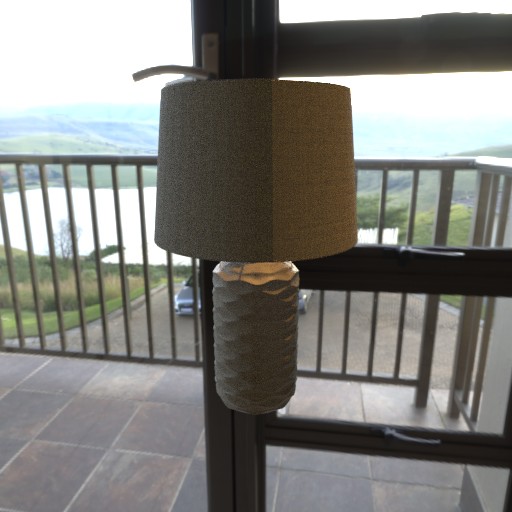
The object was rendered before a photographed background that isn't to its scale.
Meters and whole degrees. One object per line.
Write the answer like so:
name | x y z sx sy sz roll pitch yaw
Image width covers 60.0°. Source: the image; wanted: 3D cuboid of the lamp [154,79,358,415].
lamp | 0.000 0.000 0.847 0.376 0.594 0.376 0 15 0
